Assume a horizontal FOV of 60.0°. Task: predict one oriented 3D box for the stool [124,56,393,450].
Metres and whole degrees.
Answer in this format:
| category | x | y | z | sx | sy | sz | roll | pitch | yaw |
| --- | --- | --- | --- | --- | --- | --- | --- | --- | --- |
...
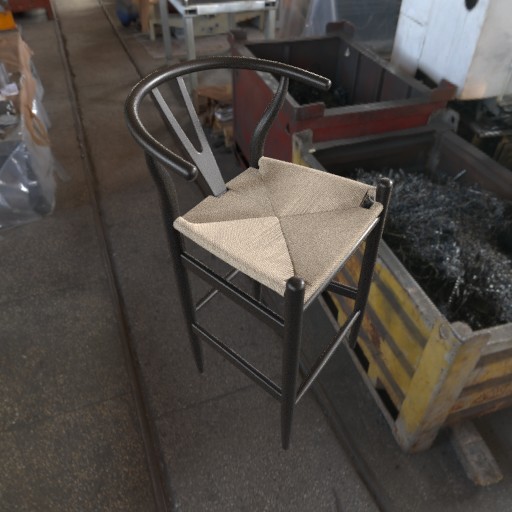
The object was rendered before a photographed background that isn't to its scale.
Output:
| category | x | y | z | sx | sy | sz | roll | pitch | yaw |
| --- | --- | --- | --- | --- | --- | --- | --- | --- | --- |
| stool | 0.000 | 0.000 | 1.306 | 0.579 | 0.970 | 0.569 | 25 | 48 | 25 |
